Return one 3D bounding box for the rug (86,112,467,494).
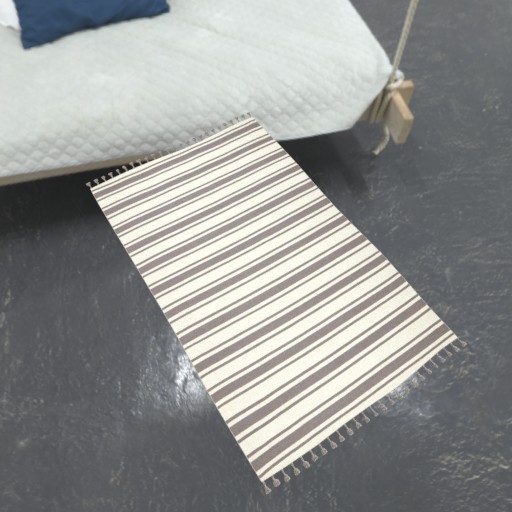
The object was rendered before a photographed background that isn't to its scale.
[{"bbox_3d":[0.000,0.000,2.528,1.229,0.011,2.096,-29,63,-17],"label":"rug"}]
